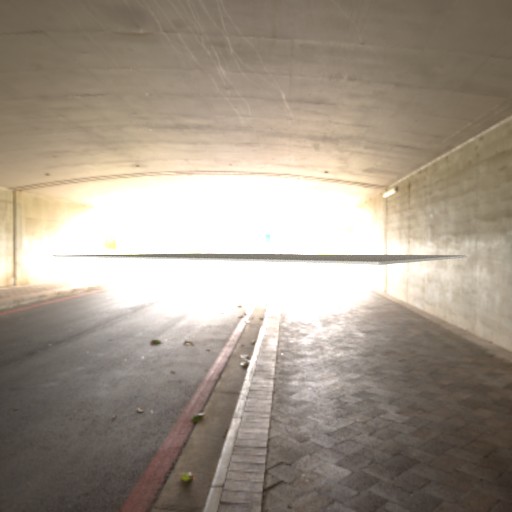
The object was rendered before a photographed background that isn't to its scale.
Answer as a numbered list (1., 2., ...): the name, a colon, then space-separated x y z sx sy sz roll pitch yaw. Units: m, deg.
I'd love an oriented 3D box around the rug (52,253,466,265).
1. rug: 0.000 0.000 2.894 2.244 0.017 1.532 1 1 36
